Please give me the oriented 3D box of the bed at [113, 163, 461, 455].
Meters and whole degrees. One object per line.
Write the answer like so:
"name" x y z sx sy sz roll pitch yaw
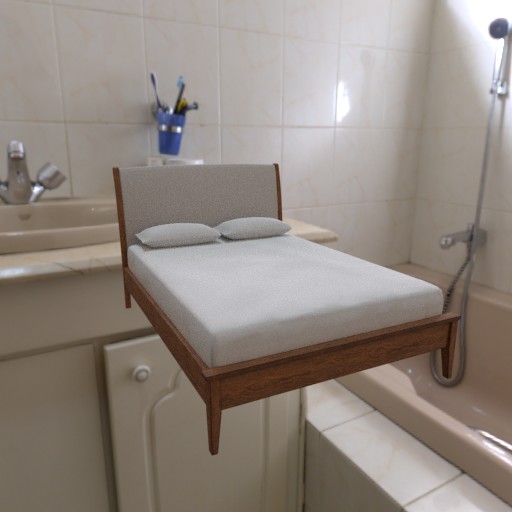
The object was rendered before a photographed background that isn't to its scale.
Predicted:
"bed" 0.000 0.000 3.002 1.502 1.135 2.108 -7 16 -25
